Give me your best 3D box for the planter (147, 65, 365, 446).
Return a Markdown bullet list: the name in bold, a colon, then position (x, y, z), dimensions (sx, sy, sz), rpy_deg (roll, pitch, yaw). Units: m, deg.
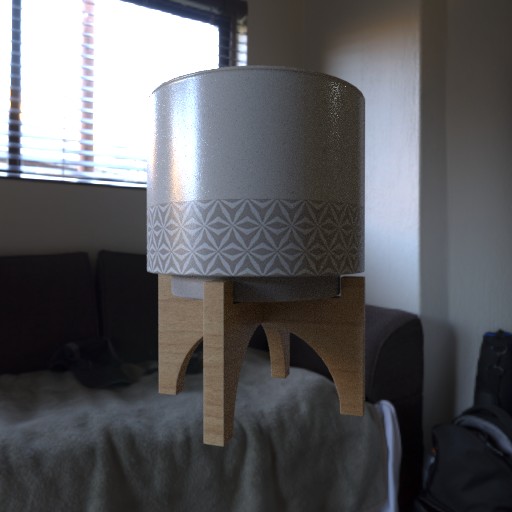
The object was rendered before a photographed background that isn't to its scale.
- **planter**: position (0.000, 0.000, 0.520), dimensions (0.249, 0.343, 0.249), rpy_deg (0, 1, 0)
